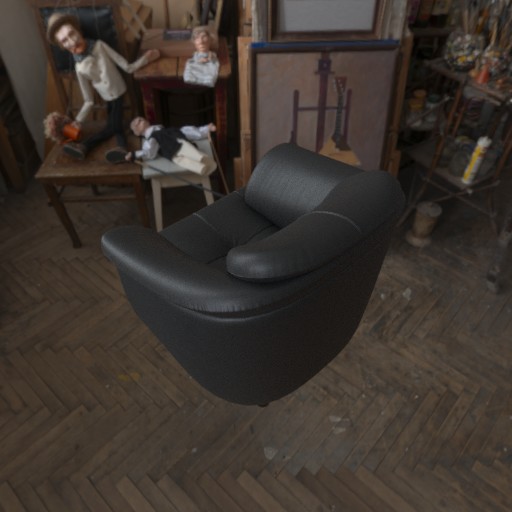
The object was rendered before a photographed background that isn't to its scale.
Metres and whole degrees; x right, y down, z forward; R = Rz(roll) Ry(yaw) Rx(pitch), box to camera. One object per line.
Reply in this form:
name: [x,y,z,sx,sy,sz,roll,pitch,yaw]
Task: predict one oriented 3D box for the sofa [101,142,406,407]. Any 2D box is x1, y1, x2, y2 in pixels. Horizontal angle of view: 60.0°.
sofa: [0.000,0.000,1.570,0.870,0.811,0.794,-33,55,-27]
